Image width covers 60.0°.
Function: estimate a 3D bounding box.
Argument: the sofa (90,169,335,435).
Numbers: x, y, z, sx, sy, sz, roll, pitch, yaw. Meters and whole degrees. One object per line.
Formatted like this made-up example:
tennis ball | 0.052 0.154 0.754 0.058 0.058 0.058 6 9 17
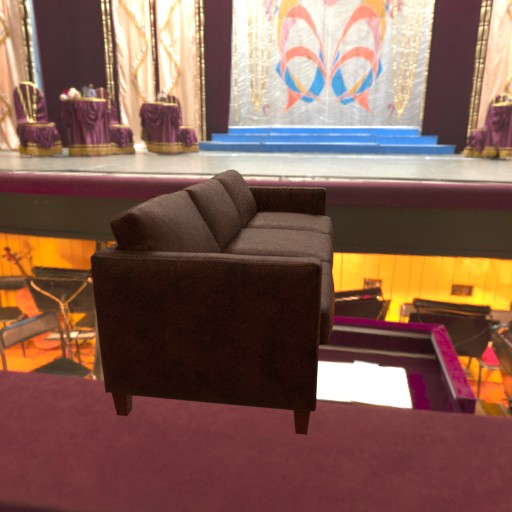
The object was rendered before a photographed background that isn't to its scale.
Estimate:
sofa | 0.000 0.000 3.023 1.045 1.006 2.464 2 16 9
